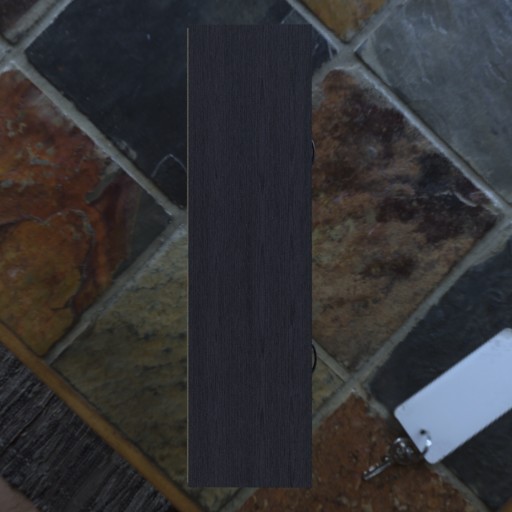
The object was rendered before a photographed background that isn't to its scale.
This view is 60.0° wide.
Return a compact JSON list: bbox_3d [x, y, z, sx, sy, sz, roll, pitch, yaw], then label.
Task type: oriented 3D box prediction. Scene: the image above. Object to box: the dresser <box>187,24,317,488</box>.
[{"bbox_3d":[0.000,0.000,1.679,0.401,0.755,1.360,0,90,0],"label":"dresser"}]
